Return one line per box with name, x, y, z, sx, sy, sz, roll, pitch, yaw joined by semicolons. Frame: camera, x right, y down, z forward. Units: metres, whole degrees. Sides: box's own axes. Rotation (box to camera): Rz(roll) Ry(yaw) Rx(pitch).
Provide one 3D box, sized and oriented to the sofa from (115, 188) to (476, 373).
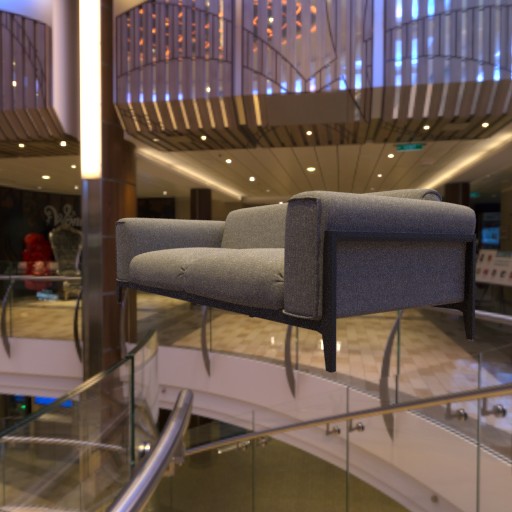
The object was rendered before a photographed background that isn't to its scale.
sofa;0.000;0.000;2.539;0.985;0.703;2.125;-1;2;-35
